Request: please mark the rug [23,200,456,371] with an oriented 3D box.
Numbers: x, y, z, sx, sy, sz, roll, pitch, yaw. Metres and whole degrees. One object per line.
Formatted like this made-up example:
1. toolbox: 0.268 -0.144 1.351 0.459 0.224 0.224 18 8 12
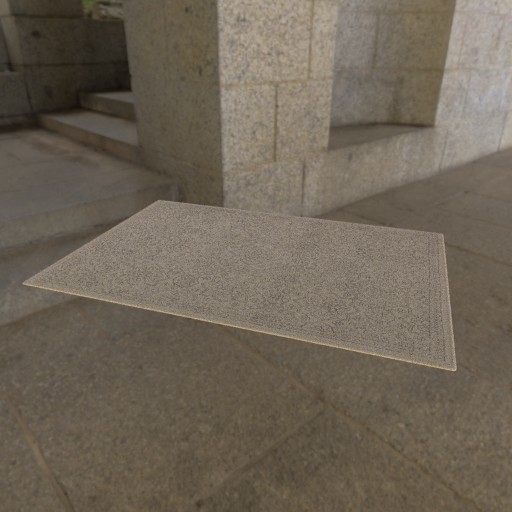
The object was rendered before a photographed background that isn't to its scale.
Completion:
1. rug: 0.000 0.000 2.826 2.286 0.011 1.524 9 27 17
